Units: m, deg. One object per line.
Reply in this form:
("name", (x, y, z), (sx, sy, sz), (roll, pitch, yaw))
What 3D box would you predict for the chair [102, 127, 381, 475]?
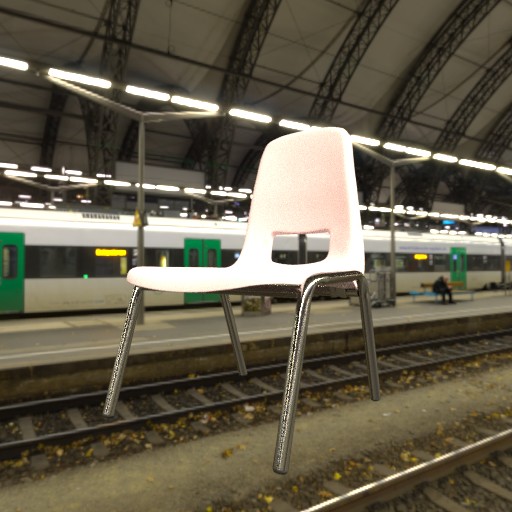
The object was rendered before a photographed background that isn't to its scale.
("chair", (0.000, 0.000, 0.786), (0.354, 0.537, 0.385), (-1, -1, 36))
